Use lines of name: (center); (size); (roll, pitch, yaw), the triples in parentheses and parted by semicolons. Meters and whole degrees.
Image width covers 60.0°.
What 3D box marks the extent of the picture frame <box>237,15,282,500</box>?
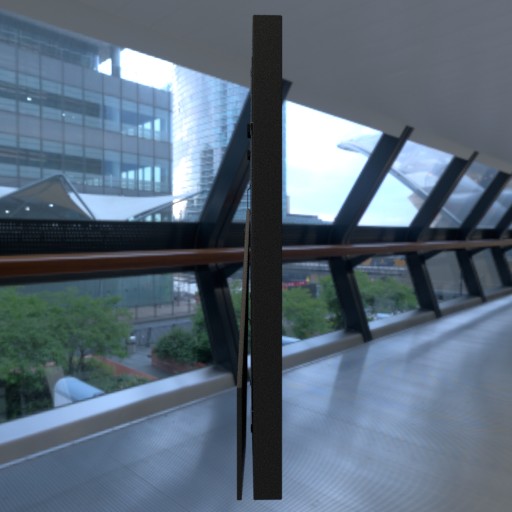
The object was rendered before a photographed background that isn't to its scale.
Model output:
picture frame: (0.000, 0.000, 0.502); (0.036, 0.383, 0.307); (0, 1, -1)
